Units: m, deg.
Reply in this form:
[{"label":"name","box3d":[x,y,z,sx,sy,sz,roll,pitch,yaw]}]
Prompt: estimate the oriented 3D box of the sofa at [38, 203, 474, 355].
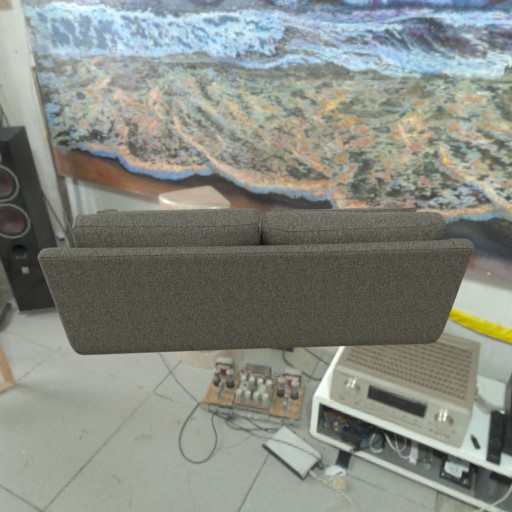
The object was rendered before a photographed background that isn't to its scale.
[{"label":"sofa","box3d":[0.000,0.000,3.050,2.418,0.998,1.103,-1,30,-2]}]
